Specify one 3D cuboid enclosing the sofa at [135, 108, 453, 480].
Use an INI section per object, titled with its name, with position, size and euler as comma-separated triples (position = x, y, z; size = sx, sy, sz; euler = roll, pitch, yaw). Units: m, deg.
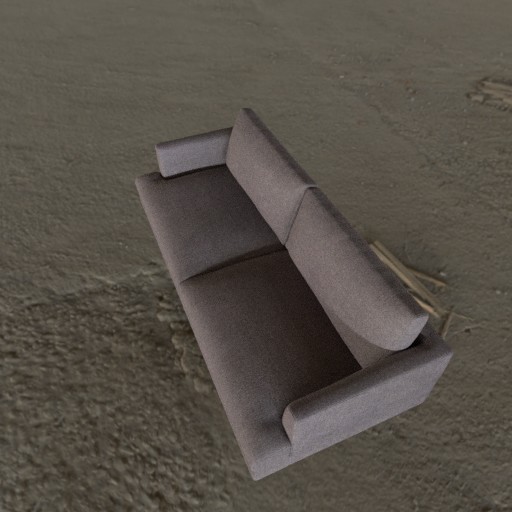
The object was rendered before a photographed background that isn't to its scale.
[sofa]
position = 0.000, 0.000, 2.740
size = 1.020, 0.868, 2.250
euler = -18, 49, -16
